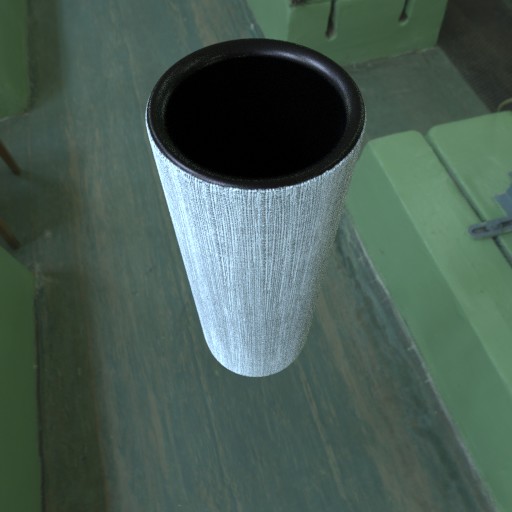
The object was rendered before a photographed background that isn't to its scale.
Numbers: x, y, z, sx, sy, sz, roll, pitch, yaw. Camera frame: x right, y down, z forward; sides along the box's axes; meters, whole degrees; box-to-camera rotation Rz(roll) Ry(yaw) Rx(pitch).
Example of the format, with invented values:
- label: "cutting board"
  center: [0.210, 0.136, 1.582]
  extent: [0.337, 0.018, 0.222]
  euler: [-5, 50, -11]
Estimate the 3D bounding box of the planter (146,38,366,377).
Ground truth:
- label: "planter"
  center: [0.000, 0.000, 0.315]
  extent: [0.100, 0.270, 0.100]
  euler: [-15, 60, -9]
